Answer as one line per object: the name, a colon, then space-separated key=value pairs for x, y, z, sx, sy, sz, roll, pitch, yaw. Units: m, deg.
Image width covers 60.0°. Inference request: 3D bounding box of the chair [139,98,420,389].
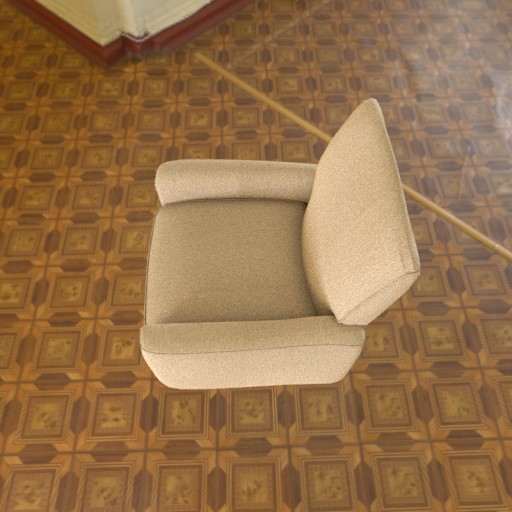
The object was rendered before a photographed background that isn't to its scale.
chair: x=0.000 y=0.000 z=1.714 sx=0.864 sy=1.014 sz=0.848 roll=-2 pitch=60 yaw=-1
